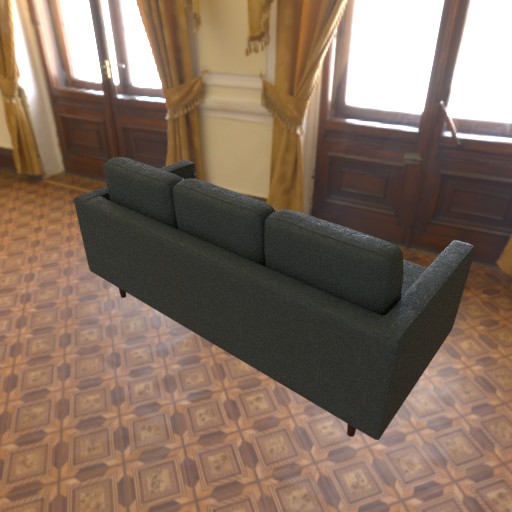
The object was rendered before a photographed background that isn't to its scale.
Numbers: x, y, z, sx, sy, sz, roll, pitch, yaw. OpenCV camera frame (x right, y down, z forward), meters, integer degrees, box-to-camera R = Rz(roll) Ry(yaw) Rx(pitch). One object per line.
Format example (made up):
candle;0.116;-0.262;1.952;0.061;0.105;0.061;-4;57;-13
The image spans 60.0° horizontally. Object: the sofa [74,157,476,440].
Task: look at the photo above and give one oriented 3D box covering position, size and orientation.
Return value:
sofa;0.000;0.000;2.482;2.013;0.945;0.935;22;37;33
